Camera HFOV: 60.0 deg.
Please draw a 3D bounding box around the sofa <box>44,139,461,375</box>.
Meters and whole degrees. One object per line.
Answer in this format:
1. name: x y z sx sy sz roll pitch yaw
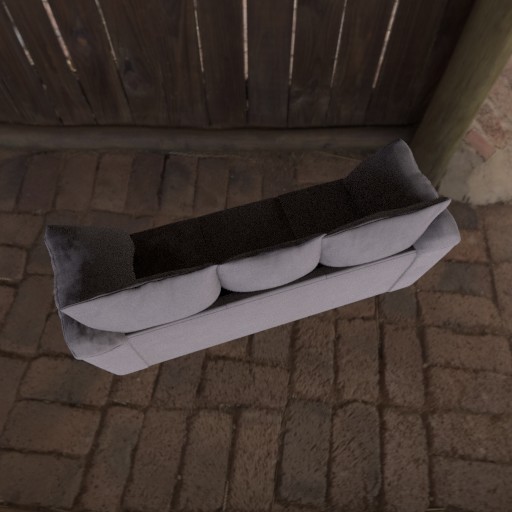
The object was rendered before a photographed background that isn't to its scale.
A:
1. sofa: 0.000 0.000 2.844 2.377 0.981 0.893 -16 60 -9
